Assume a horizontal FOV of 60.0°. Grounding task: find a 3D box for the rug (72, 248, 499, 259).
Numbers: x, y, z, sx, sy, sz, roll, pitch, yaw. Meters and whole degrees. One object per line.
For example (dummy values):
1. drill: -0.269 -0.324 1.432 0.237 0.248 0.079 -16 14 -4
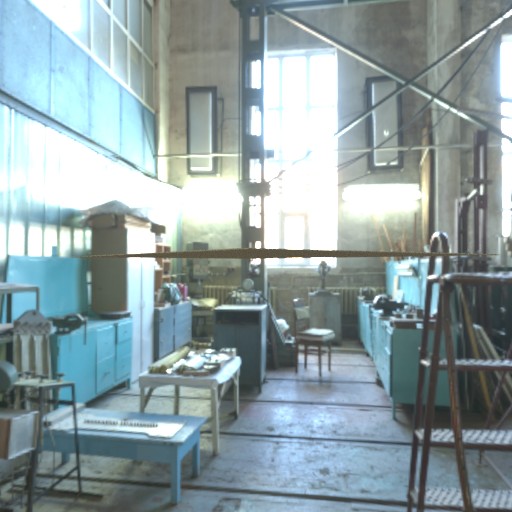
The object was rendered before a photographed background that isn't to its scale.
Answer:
1. rug: 0.000 0.000 4.077 2.438 0.006 3.197 1 -1 -36
